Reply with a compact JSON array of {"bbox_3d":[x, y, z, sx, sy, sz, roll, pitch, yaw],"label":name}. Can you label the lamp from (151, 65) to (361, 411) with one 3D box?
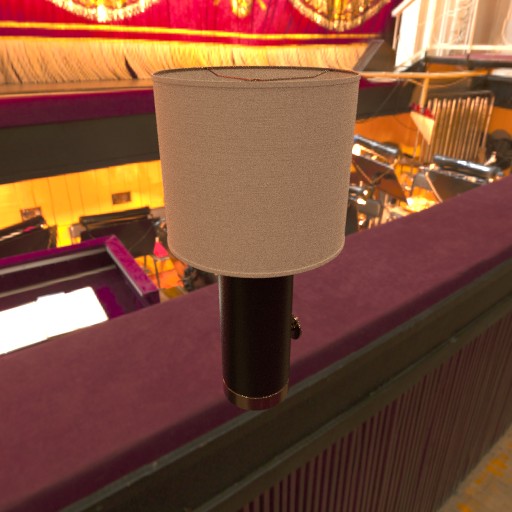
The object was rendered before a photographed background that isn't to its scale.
[{"bbox_3d":[0.000,0.000,0.627,0.240,0.482,0.241,-17,31,-31],"label":"lamp"}]
